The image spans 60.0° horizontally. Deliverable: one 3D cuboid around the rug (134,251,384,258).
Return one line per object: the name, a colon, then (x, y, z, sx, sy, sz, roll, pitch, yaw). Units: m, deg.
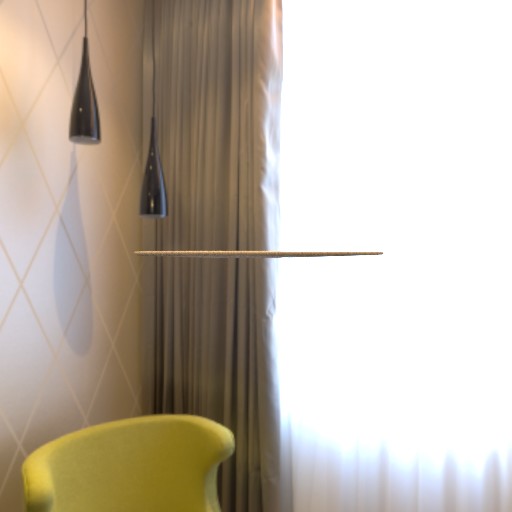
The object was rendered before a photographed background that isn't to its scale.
rug: (0.000, 0.000, 2.718, 0.855, 0.017, 2.452, 0, 0, -1)
